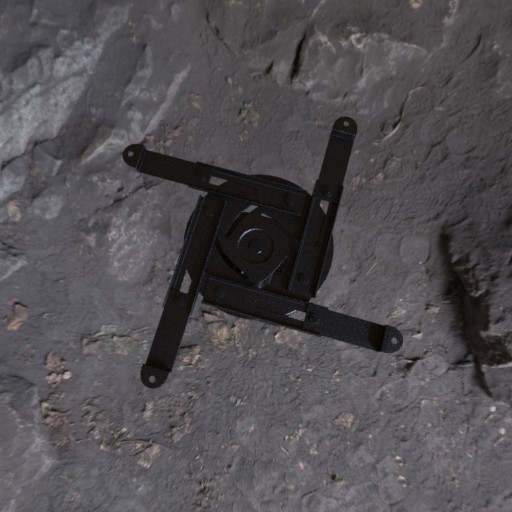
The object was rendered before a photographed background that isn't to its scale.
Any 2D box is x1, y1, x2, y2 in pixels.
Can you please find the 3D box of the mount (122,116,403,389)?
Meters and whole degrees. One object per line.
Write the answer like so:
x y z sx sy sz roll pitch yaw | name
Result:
0.000 0.000 0.609 0.394 0.141 0.394 16 77 4 | mount
